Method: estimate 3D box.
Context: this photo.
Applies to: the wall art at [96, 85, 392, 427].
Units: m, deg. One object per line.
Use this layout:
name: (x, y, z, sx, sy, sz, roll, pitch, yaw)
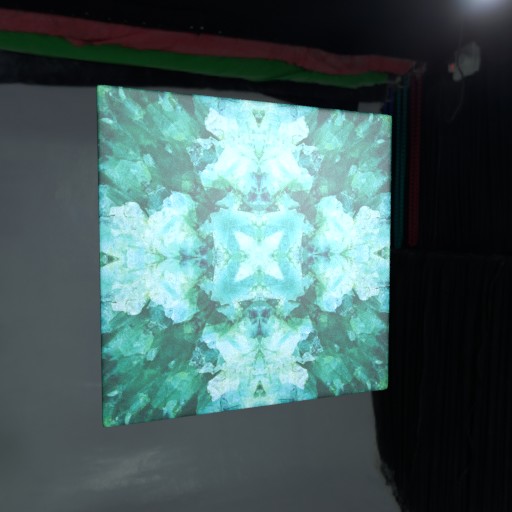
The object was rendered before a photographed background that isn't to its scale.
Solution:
wall art: (0.000, 0.000, 0.470, 0.313, 0.313, 0.033, -1, 3, -19)
